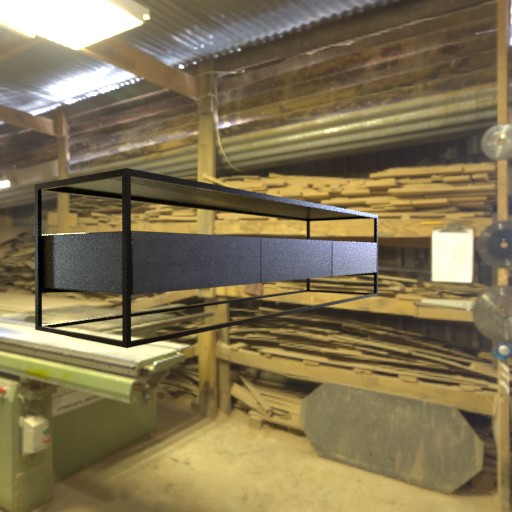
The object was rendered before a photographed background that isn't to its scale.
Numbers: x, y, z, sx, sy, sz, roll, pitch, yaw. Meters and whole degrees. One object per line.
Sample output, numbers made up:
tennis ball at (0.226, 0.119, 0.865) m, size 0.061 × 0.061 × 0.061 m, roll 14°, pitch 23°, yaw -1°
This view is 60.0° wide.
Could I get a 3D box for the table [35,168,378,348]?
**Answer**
table at (0.000, 0.000, 1.684) m, size 0.399 × 0.395 × 1.486 m, roll 0°, pitch 0°, yaw 36°
